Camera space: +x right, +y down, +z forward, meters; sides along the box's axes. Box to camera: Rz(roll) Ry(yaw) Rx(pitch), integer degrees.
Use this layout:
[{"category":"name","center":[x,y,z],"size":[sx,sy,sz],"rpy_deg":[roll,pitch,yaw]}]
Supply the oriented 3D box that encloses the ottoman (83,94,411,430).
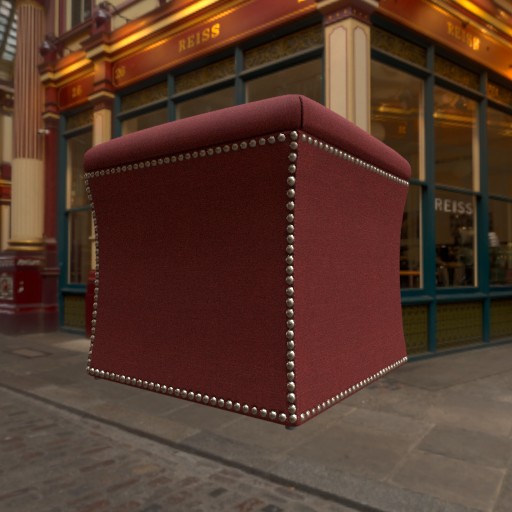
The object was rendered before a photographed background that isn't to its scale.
[{"category":"ottoman","center":[0.000,0.000,0.903],"size":[0.507,0.475,0.497],"rpy_deg":[-1,-1,36]}]
